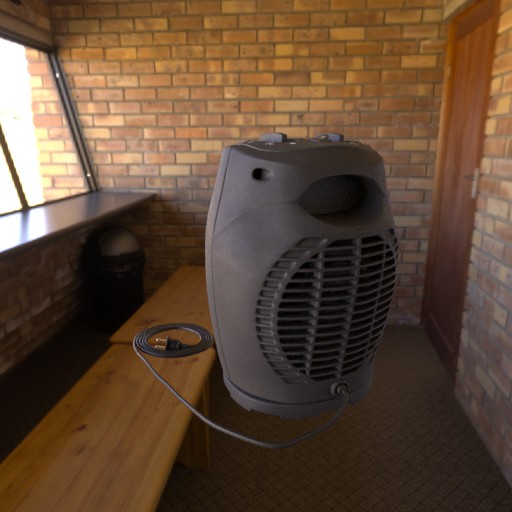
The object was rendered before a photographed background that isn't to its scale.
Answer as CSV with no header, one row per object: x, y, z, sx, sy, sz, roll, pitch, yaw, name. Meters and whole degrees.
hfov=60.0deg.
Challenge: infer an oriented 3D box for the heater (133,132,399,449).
0.000,0.000,0.478,0.239,0.255,0.291,-7,16,-26,heater
